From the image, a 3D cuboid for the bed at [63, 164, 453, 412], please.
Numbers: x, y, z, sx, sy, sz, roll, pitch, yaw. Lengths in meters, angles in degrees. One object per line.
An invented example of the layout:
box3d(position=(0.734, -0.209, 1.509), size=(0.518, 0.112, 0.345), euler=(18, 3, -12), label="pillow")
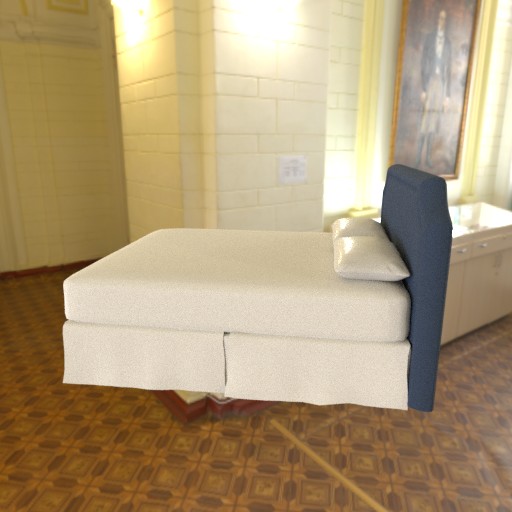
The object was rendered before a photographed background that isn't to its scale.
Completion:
box3d(position=(0.000, 0.000, 3.305), size=(2.260, 1.297, 1.831), euler=(2, 15, 8), label="bed")
